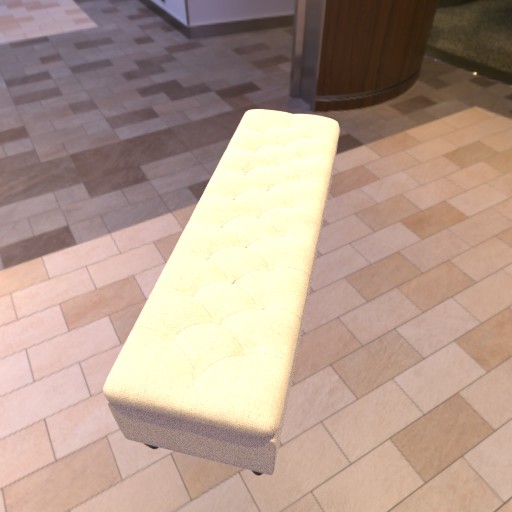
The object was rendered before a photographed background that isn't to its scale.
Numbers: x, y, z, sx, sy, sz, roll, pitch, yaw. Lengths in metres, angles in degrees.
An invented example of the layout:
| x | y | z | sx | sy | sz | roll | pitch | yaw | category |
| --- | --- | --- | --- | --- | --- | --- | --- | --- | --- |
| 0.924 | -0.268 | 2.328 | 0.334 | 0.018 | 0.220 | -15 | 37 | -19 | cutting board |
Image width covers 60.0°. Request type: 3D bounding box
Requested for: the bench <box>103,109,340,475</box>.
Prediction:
| x | y | z | sx | sy | sz | roll | pitch | yaw | category |
| --- | --- | --- | --- | --- | --- | --- | --- | --- | --- |
| 0.000 | 0.000 | 1.698 | 0.455 | 0.467 | 1.480 | 10 | 46 | 9 | bench |
